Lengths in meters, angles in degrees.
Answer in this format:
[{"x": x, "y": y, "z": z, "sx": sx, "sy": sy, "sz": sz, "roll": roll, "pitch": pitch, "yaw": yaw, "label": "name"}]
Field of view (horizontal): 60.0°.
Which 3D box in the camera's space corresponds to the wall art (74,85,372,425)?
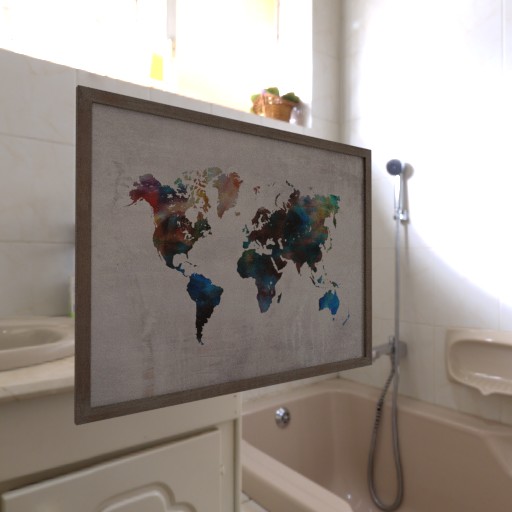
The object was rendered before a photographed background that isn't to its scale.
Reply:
[{"x": 0.000, "y": 0.000, "z": 1.309, "sx": 1.012, "sy": 0.774, "sz": 0.019, "roll": 1, "pitch": -1, "yaw": -36, "label": "wall art"}]
